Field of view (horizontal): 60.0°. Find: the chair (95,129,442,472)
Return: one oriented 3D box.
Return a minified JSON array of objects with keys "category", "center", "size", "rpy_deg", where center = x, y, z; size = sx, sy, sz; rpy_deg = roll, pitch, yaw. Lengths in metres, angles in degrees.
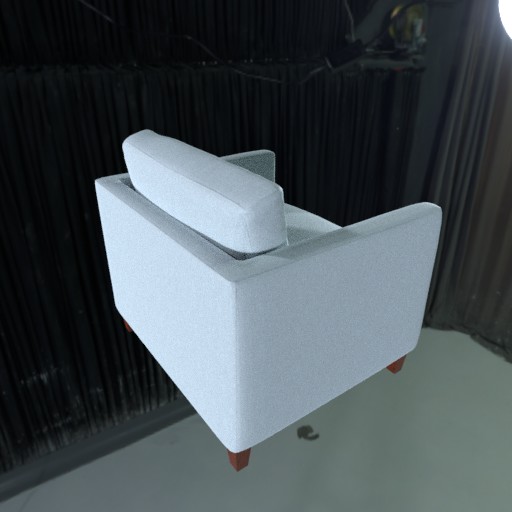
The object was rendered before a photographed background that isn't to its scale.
[{"category":"chair","center":[0.000,0.000,1.852],"size":[0.953,0.961,1.107],"rpy_deg":[-18,32,-31]}]
